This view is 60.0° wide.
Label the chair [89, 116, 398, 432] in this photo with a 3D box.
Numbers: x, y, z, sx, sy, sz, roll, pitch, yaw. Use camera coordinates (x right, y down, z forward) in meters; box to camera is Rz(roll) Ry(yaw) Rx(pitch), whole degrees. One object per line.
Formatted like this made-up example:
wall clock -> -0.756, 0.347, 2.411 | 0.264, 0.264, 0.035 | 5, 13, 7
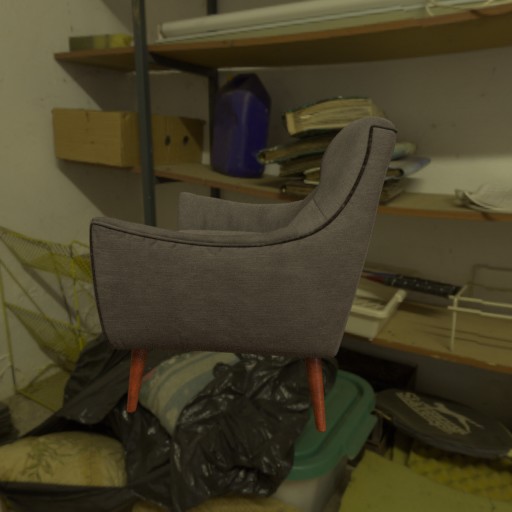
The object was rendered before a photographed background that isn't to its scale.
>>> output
chair -> 0.000, 0.000, 1.450 | 0.787, 0.838, 0.762 | 2, 14, 9
